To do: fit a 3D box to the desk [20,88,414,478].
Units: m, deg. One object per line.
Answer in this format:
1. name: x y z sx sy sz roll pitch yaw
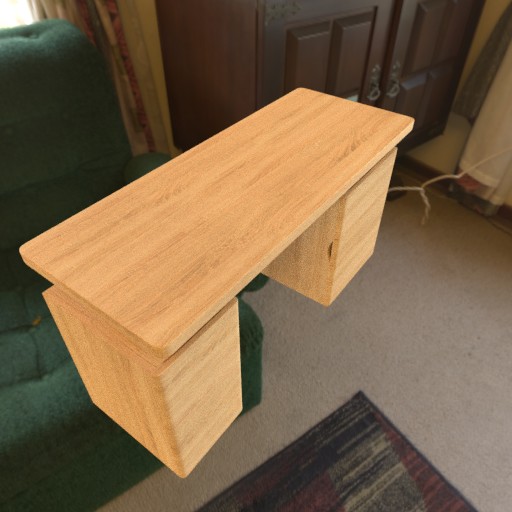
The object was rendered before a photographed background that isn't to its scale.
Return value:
1. desk: 0.000 0.000 1.724 0.550 0.760 1.400 27 48 26
